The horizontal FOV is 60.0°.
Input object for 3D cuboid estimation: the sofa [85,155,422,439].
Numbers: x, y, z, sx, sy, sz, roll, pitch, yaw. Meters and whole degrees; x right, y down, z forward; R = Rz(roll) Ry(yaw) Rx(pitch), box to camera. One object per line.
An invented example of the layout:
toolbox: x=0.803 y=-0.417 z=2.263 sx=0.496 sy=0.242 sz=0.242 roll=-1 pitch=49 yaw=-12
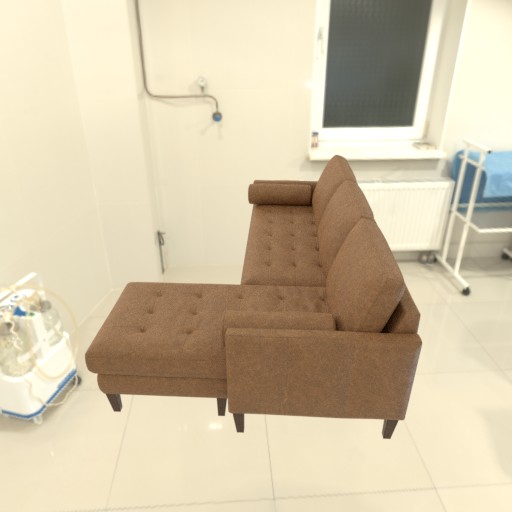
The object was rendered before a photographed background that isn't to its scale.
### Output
sofa: x=0.000 y=0.000 z=2.906 sx=1.506 sy=0.876 sz=2.178 roll=1 pitch=27 yaw=3
